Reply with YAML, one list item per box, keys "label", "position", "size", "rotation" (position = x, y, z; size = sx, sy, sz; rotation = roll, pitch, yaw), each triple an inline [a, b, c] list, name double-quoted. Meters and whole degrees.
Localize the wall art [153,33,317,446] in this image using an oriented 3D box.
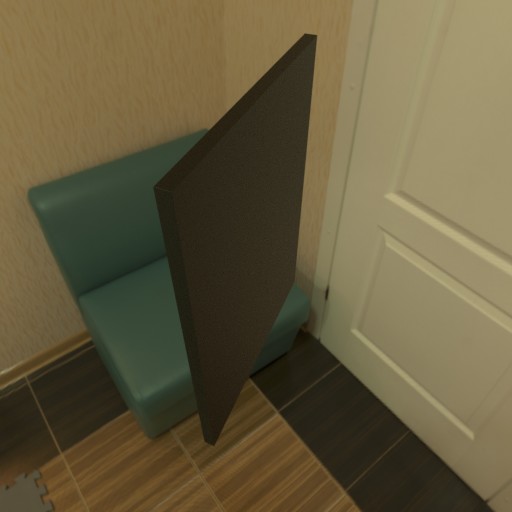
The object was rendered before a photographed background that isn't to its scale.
- label: "wall art"
  position: [0.000, 0.000, 1.388]
  size: [0.038, 1.062, 0.806]
  rotation: [17, 47, 16]
